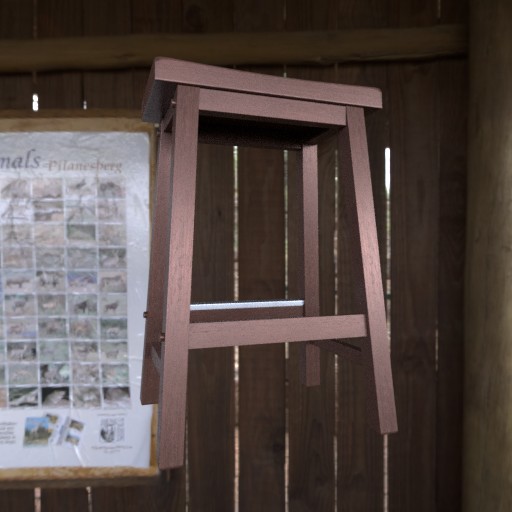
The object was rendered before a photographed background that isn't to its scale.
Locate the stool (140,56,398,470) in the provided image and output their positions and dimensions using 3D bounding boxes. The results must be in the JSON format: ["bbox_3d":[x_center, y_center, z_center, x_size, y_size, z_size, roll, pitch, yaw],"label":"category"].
[{"bbox_3d":[0.000,0.000,0.847,0.406,0.610,0.322,0,0,-19],"label":"stool"}]
